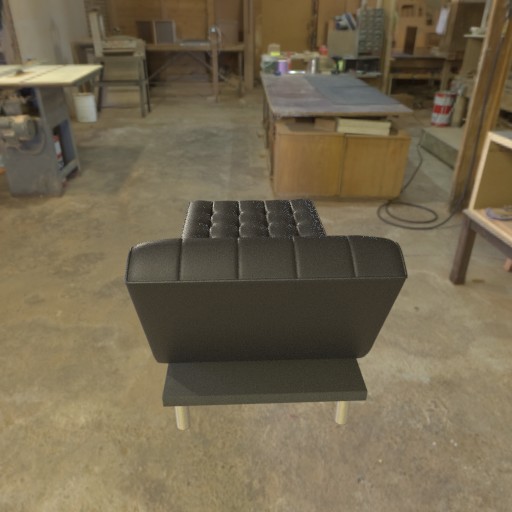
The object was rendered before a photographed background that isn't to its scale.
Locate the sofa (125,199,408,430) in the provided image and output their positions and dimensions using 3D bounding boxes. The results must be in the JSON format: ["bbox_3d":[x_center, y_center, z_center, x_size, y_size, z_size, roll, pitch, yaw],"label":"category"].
[{"bbox_3d":[0.000,0.000,1.993,0.760,0.820,1.560,-1,28,-2],"label":"sofa"}]
